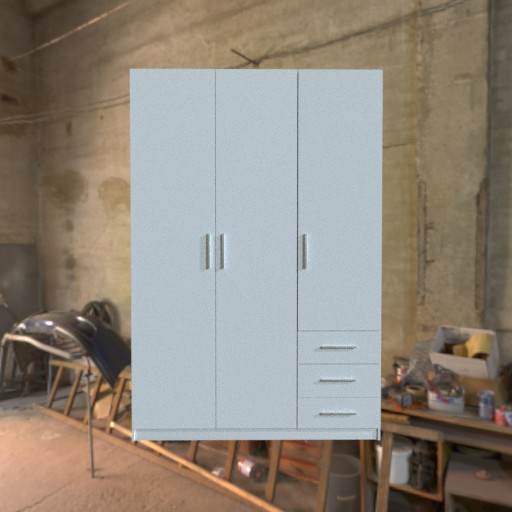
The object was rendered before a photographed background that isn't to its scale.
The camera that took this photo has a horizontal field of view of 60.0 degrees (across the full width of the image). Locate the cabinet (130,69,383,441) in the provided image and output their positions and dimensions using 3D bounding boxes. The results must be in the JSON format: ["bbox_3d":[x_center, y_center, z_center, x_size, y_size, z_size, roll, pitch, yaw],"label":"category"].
[{"bbox_3d":[0.000,0.000,2.513,1.290,1.910,0.510,0,1,-1],"label":"cabinet"}]
